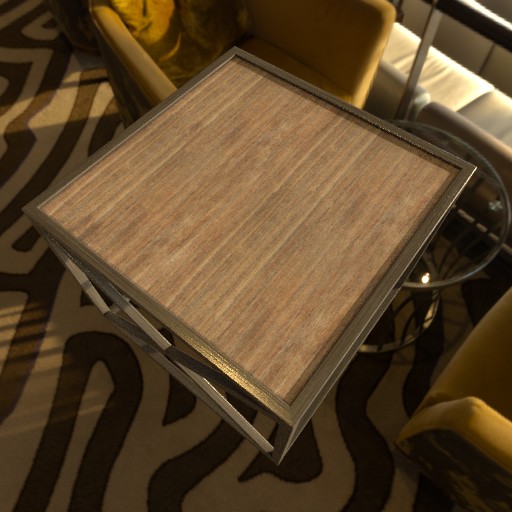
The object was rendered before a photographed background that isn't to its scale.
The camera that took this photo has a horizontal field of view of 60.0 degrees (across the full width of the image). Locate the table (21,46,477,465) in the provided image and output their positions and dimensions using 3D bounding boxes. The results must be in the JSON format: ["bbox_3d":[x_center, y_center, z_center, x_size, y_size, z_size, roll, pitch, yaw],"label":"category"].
[{"bbox_3d":[0.000,0.000,1.050,0.611,0.507,0.609,34,65,18],"label":"table"}]
